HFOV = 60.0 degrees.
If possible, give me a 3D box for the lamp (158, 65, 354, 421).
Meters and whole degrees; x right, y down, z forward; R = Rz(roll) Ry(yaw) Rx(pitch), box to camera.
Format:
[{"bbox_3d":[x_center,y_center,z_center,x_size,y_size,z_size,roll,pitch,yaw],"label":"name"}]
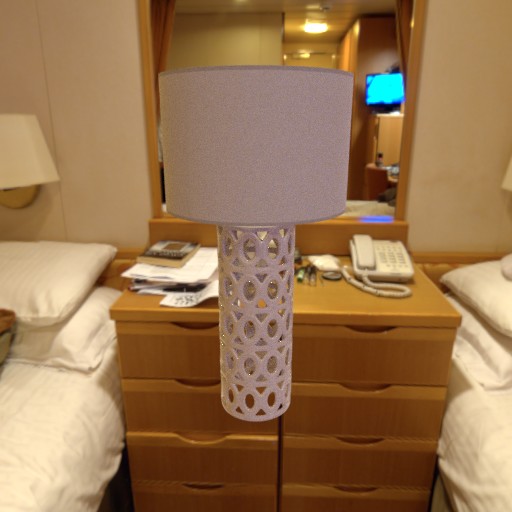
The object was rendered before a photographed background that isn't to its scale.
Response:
[{"bbox_3d":[0.000,0.000,0.845,0.325,0.636,0.324,-16,23,-41],"label":"lamp"}]
